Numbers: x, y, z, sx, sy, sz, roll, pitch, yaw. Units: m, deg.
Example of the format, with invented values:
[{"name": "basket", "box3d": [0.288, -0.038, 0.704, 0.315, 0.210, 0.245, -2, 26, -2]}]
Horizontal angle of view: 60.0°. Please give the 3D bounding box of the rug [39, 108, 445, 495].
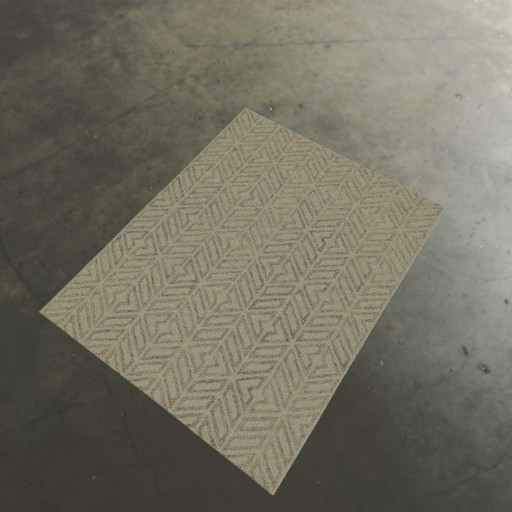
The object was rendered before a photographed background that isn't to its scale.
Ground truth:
[{"name": "rug", "box3d": [0.000, 0.000, 4.080, 2.421, 0.008, 3.045, 31, 65, 16]}]
